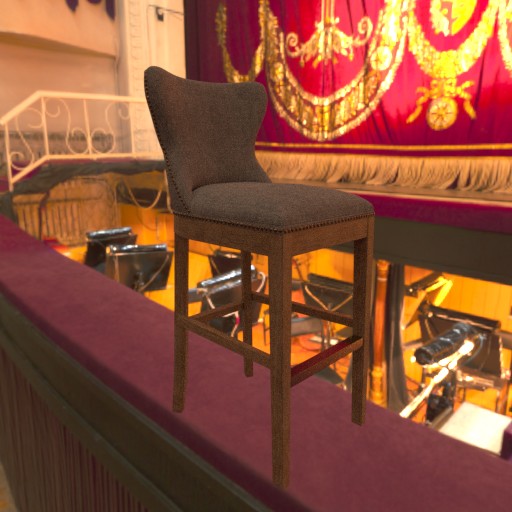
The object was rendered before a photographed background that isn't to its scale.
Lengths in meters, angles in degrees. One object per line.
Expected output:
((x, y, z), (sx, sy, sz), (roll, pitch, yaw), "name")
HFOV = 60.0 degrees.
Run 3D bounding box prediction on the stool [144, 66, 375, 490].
((0.000, 0.000, 1.406), (0.606, 1.123, 0.494), (12, 18, 42), "stool")
